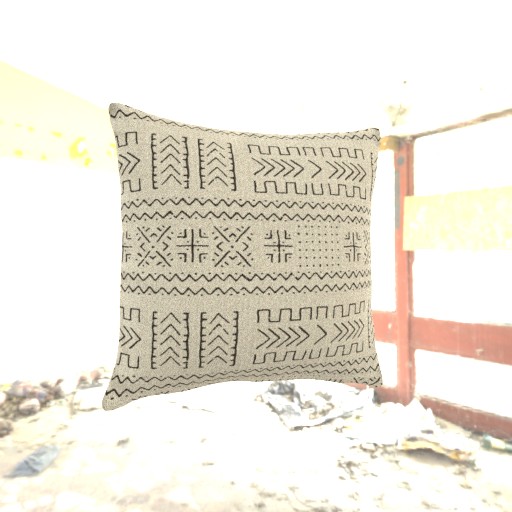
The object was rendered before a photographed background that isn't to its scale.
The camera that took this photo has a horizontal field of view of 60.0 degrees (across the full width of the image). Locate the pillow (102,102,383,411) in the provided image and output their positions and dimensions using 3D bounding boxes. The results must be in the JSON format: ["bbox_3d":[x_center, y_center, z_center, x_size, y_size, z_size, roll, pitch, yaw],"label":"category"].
[{"bbox_3d":[0.000,0.000,0.670,0.438,0.430,0.164,0,-1,-18],"label":"pillow"}]
